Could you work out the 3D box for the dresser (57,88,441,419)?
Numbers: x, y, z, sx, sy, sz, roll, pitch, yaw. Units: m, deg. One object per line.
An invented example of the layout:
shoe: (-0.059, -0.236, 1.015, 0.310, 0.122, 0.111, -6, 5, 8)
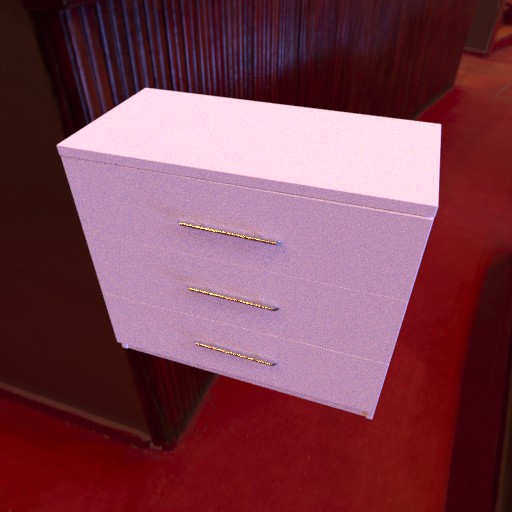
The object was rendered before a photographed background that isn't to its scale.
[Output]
dresser: (0.000, 0.000, 1.285, 0.830, 0.740, 0.420, 12, 41, 14)
